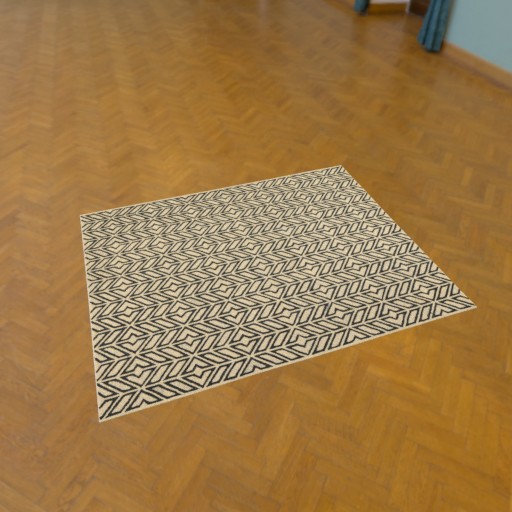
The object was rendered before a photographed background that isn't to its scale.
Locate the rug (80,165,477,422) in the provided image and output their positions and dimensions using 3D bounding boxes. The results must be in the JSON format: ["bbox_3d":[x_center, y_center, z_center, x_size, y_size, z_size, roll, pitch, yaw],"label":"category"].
[{"bbox_3d":[0.000,0.000,4.153,3.045,0.008,2.421,-13,44,-14],"label":"rug"}]
